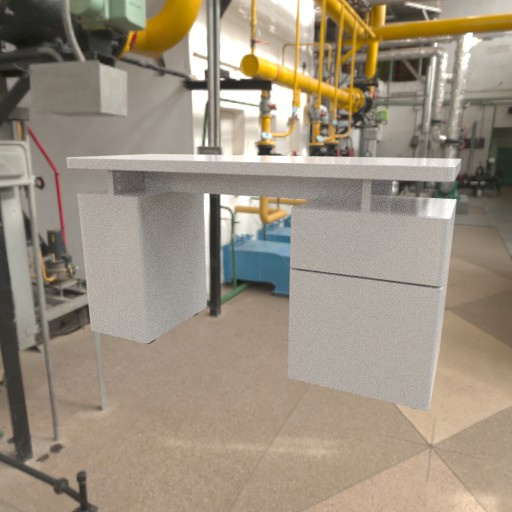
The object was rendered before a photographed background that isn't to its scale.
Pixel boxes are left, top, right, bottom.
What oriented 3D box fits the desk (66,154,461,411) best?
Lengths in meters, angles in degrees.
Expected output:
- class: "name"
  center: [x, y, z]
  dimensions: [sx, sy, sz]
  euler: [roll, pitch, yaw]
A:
- class: "desk"
  center: [0.000, 0.000, 1.766]
  dimensions: [1.400, 0.762, 0.550]
  euler: [7, 16, 25]
